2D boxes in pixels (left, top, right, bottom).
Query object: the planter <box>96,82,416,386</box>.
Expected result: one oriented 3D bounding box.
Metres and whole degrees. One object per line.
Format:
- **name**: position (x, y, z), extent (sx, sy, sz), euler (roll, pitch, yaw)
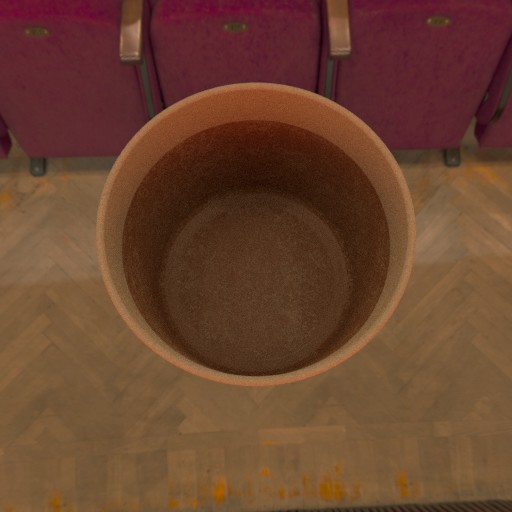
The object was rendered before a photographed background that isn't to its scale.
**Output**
- **planter**: position (0.000, 0.000, 0.285), extent (0.159, 0.138, 0.159), euler (0, 75, 0)
